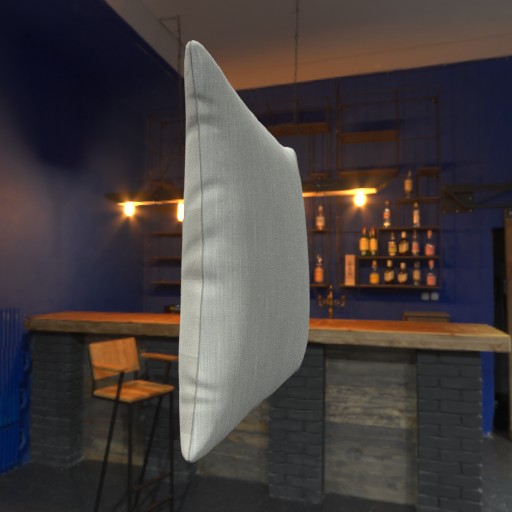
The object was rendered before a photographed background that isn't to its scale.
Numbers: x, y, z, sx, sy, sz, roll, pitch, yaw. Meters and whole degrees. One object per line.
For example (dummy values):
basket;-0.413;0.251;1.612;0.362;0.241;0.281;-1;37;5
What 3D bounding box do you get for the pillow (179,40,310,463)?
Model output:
pillow;0.000;0.000;0.769;0.161;0.509;0.511;-1;-2;18
